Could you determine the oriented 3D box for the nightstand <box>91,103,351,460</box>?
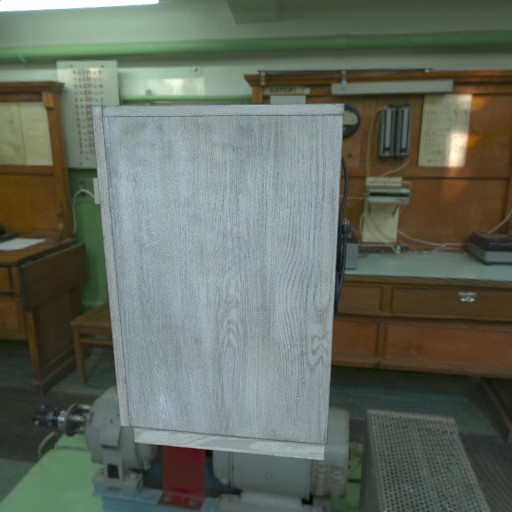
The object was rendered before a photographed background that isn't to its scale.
[{"bbox_3d":[0.000,0.000,1.096,0.483,0.673,0.612,2,15,8],"label":"nightstand"}]
